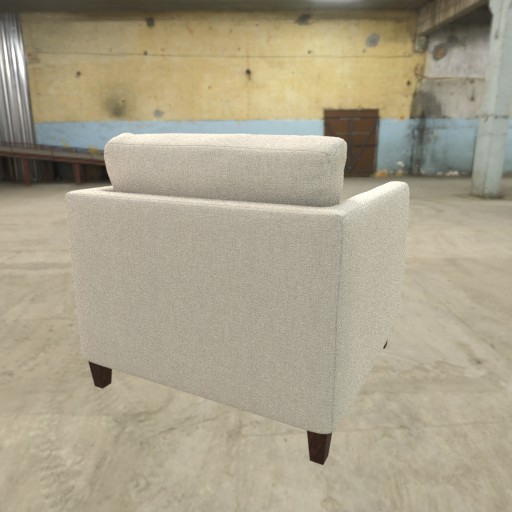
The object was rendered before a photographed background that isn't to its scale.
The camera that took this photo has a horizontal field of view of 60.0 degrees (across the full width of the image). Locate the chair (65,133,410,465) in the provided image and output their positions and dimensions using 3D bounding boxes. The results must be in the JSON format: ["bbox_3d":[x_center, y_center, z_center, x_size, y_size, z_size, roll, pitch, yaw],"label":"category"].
[{"bbox_3d":[0.000,0.000,1.718,0.996,0.919,0.959,8,17,27],"label":"chair"}]
